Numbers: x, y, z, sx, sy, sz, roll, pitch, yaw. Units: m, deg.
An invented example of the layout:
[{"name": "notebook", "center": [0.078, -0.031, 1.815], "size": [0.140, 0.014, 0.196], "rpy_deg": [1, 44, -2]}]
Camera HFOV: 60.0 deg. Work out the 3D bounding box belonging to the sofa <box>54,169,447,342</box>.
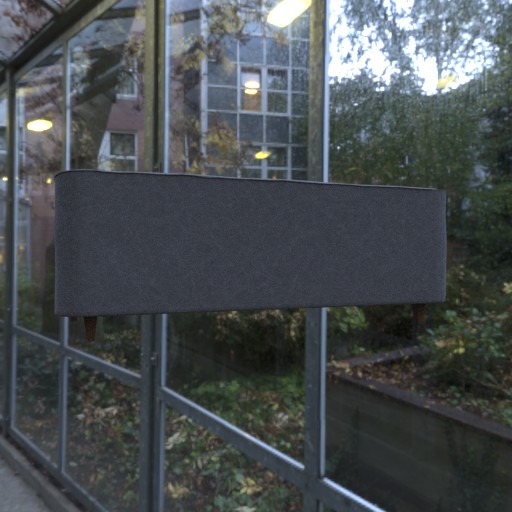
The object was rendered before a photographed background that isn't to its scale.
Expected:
[{"name": "sofa", "center": [0.000, 0.000, 2.717], "size": [2.247, 0.806, 0.917], "rpy_deg": [0, 0, -18]}]
